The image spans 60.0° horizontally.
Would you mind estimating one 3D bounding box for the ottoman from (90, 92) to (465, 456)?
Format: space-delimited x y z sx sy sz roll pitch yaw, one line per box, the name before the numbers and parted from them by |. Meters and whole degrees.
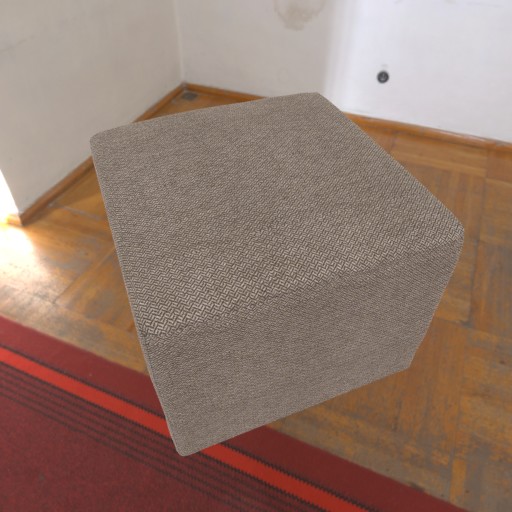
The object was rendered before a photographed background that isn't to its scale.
ottoman | 0.000 0.000 0.900 0.512 0.453 0.519 -16 48 -15
